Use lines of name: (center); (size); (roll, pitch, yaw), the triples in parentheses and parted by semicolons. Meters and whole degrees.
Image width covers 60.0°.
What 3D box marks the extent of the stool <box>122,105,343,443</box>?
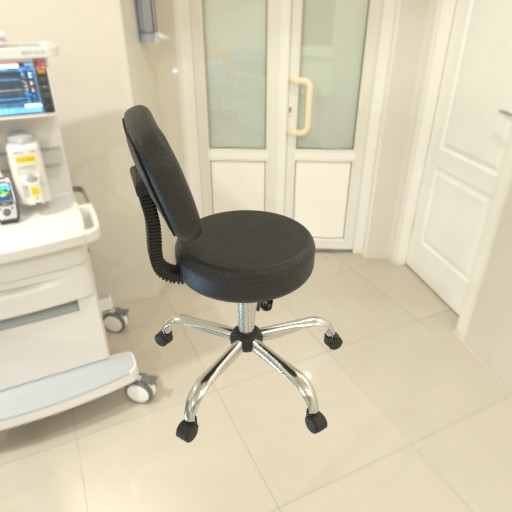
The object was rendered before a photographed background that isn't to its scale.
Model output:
stool: (0.000, 0.000, 1.313); (0.648, 0.862, 0.673); (-9, 31, -16)
